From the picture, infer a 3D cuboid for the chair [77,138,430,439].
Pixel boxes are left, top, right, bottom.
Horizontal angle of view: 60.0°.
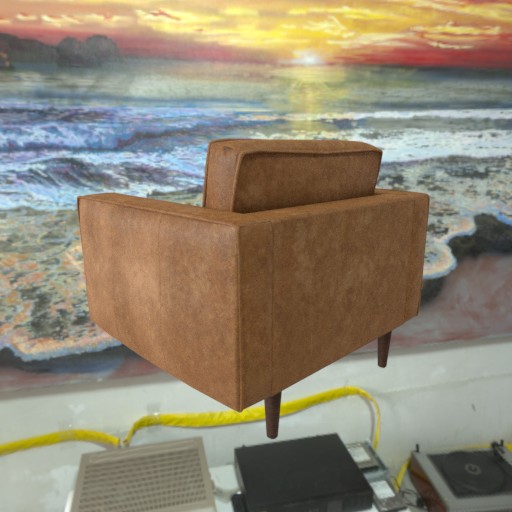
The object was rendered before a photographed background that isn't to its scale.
[{"bbox_3d":[0.000,0.000,1.512,0.928,0.767,0.798,-13,19,-42],"label":"chair"}]
